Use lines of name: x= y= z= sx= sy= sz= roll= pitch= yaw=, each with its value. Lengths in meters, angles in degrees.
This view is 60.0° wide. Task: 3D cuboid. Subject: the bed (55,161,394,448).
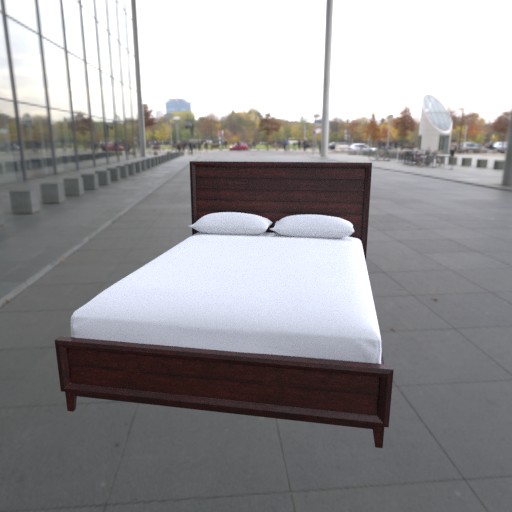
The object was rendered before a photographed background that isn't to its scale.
bed: x=0.000 y=0.000 z=3.857 sx=2.040 sy=1.492 sz=2.803 roll=3 pitch=15 yaw=10
